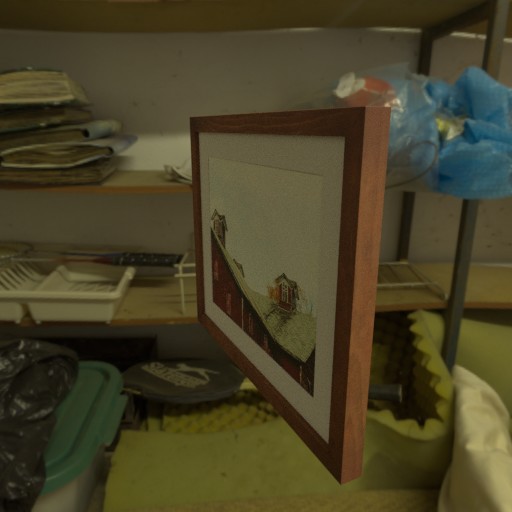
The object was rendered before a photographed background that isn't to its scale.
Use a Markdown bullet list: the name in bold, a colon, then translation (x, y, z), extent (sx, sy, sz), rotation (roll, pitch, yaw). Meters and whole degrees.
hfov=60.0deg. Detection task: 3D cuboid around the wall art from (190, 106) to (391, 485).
- **wall art**: translation (0.000, 0.000, 0.747), extent (0.033, 0.457, 0.558), rotation (-8, 18, -25)
